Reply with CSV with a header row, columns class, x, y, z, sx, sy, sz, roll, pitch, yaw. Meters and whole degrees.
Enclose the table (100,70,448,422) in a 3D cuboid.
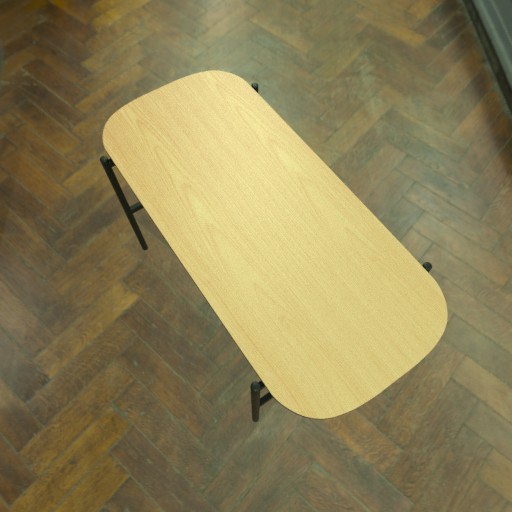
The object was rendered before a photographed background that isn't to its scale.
class,x,y,z,sx,sy,sz,roll,pitch,yaw
table,0.000,0.000,1.046,0.400,0.400,0.800,-31,67,-15
